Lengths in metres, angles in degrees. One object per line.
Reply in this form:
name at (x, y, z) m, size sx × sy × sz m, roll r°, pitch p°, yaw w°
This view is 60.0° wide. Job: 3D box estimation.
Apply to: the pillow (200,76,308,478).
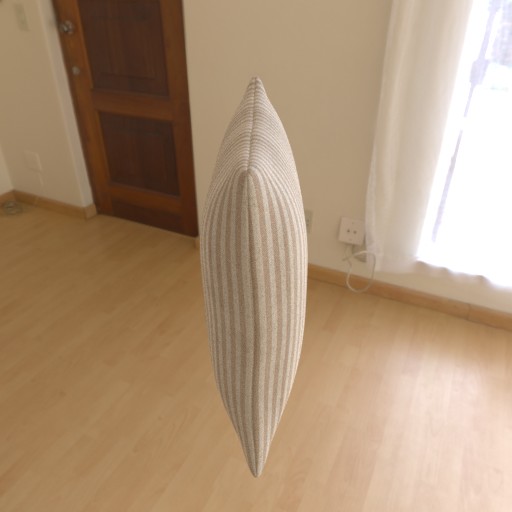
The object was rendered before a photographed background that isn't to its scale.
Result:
pillow at (0.000, 0.000, 0.785) m, size 0.166 × 0.510 × 0.523 m, roll 0°, pitch 32°, yaw 1°
